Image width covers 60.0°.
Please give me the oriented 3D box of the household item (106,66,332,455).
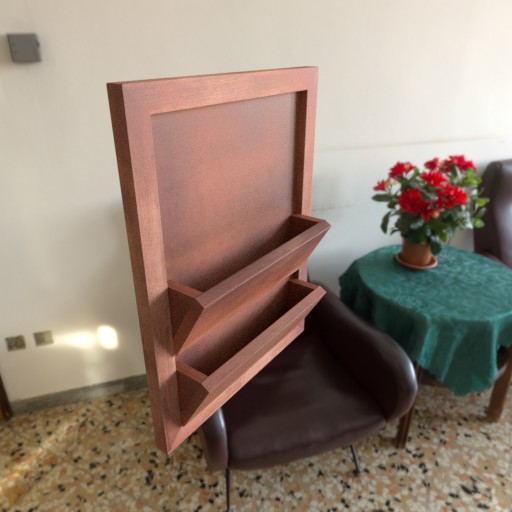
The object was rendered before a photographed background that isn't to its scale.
[{"bbox_3d":[0.000,0.000,0.534,0.067,0.407,0.310,18,31,32],"label":"household item"}]
